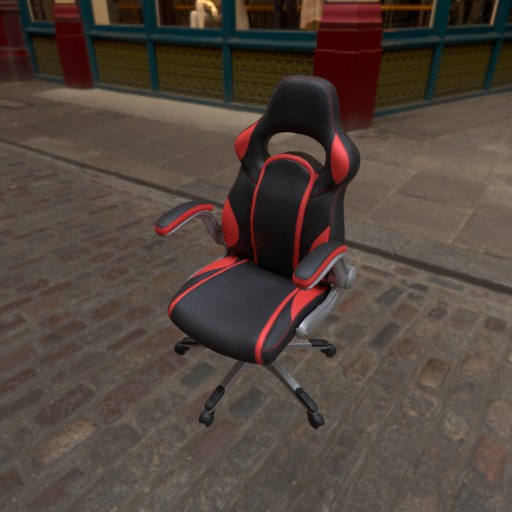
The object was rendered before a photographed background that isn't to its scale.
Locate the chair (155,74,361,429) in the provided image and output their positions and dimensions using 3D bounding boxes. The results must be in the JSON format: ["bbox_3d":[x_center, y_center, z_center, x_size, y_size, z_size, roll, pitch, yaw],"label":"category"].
[{"bbox_3d":[0.000,0.000,1.628,0.758,1.165,0.712,20,36,29],"label":"chair"}]
